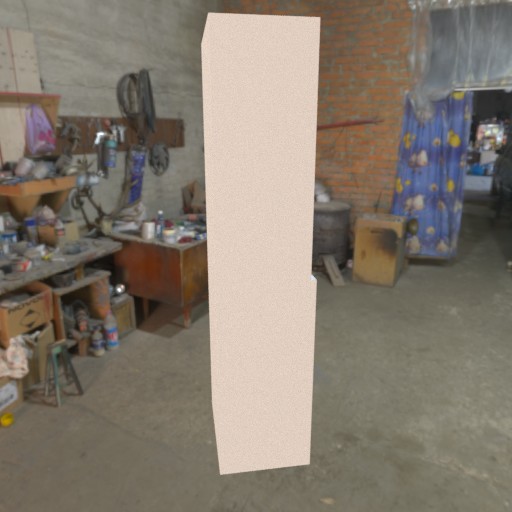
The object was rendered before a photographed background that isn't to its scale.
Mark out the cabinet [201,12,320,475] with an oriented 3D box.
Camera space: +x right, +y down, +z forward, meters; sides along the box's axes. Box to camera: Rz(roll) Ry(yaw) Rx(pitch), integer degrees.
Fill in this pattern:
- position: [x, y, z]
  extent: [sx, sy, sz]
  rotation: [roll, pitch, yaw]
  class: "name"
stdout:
- position: [0.000, 0.000, 1.470]
  extent: [0.300, 1.350, 0.400]
  rotation: [-2, 16, -9]
  class: "cabinet"
